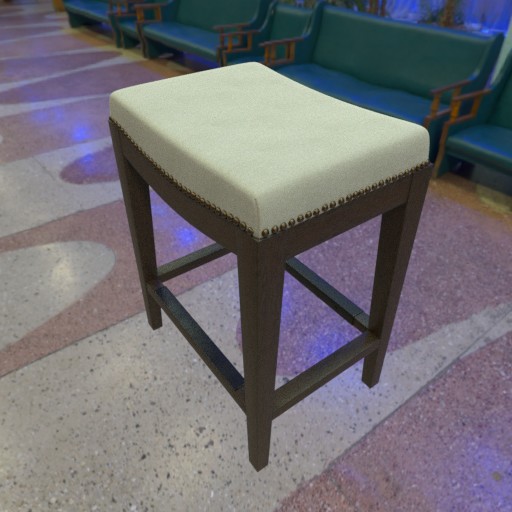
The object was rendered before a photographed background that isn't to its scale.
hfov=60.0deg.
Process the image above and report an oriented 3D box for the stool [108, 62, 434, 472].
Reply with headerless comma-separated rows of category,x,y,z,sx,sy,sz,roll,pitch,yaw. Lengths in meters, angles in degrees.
stool,0.000,0.000,0.938,0.361,0.642,0.500,-25,45,-27
